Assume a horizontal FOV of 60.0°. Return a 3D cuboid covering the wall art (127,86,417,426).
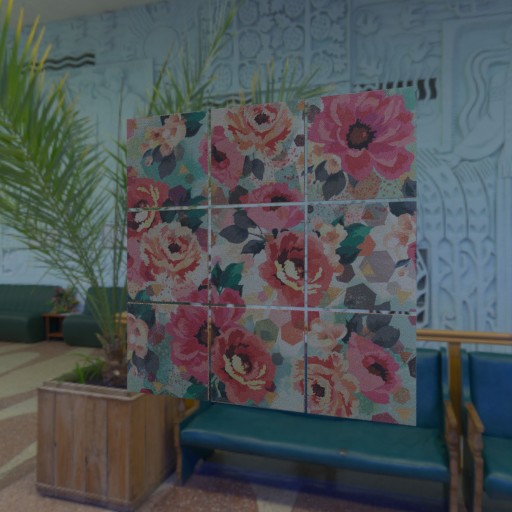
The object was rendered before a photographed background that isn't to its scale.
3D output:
[{"bbox_3d":[0.000,0.000,2.234,1.521,1.519,0.013,0,0,19],"label":"wall art"}]
